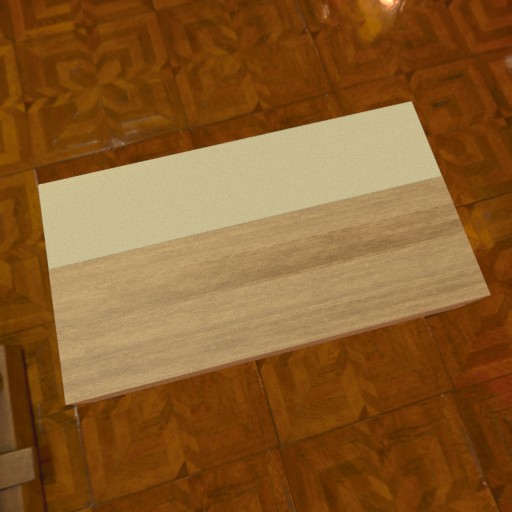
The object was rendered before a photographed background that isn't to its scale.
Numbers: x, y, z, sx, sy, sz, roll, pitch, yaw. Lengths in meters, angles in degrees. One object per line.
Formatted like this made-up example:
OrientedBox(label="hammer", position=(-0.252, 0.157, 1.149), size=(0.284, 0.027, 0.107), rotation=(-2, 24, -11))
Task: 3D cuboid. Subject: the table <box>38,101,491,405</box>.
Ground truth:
OrientedBox(label="table", position=(0.000, 0.000, 1.357), size=(1.100, 0.350, 0.600), rotation=(-14, 74, -4))
